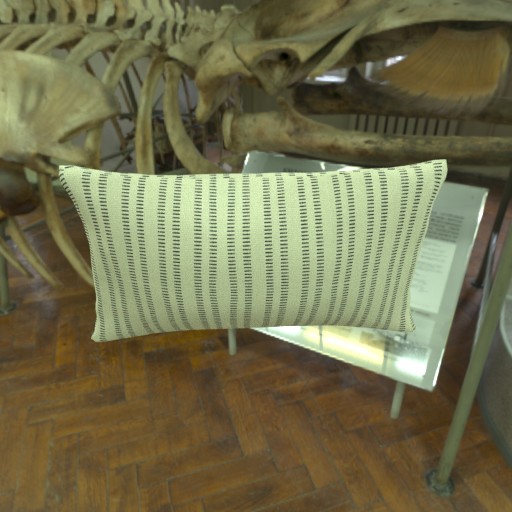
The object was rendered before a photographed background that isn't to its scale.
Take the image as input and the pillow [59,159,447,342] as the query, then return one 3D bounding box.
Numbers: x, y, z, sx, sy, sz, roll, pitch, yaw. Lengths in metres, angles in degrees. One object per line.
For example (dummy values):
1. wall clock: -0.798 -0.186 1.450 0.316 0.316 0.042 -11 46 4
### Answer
1. pillow: 0.000 0.000 0.806 0.640 0.353 0.210 -2 30 -3
